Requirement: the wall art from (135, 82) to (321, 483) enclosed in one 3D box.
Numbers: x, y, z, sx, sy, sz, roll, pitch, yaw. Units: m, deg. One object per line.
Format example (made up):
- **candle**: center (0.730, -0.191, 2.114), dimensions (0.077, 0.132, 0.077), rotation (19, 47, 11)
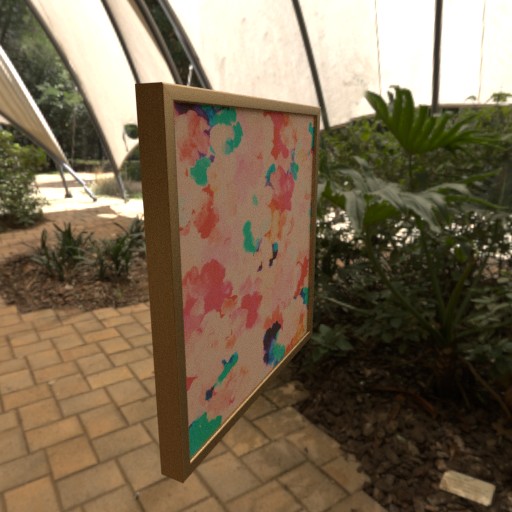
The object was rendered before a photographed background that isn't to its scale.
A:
- **wall art**: center (0.000, 0.000, 0.760), dimensions (0.037, 0.509, 0.510), rotation (8, 17, 26)
